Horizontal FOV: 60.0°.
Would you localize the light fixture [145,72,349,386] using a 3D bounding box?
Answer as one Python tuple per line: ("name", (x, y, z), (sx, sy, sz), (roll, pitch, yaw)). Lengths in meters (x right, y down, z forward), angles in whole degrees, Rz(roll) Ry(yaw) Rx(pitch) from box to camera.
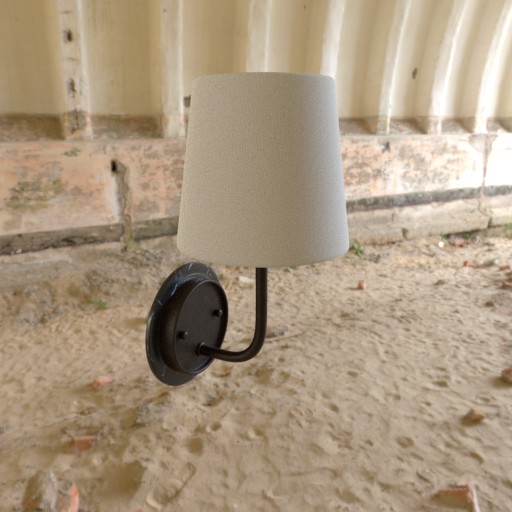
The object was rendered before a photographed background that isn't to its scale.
("light fixture", (0.000, 0.000, 0.456), (0.188, 0.337, 0.168), (8, 18, 27))
